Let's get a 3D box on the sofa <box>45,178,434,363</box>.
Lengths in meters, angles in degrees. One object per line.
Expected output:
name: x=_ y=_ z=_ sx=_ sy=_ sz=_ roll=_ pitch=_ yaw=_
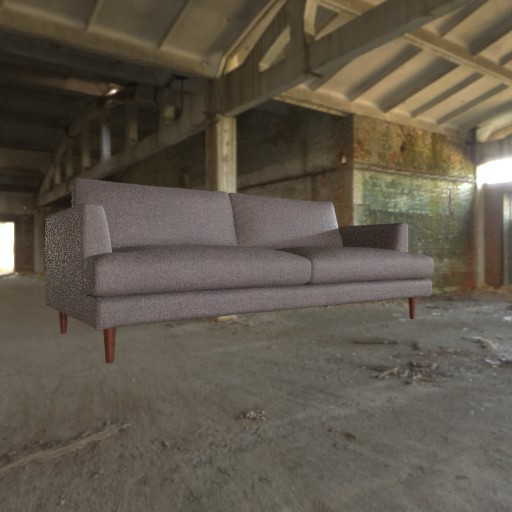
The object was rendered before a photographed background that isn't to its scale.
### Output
sofa: x=0.000 y=0.000 z=2.757 sx=2.250 sy=0.868 sz=1.020 roll=0 pitch=1 yaw=-36
